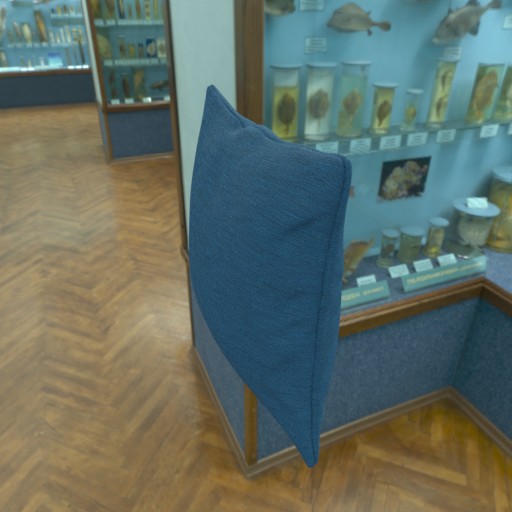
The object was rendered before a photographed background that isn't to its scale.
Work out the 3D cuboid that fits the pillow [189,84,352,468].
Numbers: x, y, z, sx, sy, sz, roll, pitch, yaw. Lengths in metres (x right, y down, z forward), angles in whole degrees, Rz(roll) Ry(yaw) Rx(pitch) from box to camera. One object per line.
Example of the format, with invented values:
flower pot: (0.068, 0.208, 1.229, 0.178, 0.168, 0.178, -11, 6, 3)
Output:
pillow: (0.000, 0.000, 0.655, 0.177, 0.420, 0.437, -11, 31, -18)
